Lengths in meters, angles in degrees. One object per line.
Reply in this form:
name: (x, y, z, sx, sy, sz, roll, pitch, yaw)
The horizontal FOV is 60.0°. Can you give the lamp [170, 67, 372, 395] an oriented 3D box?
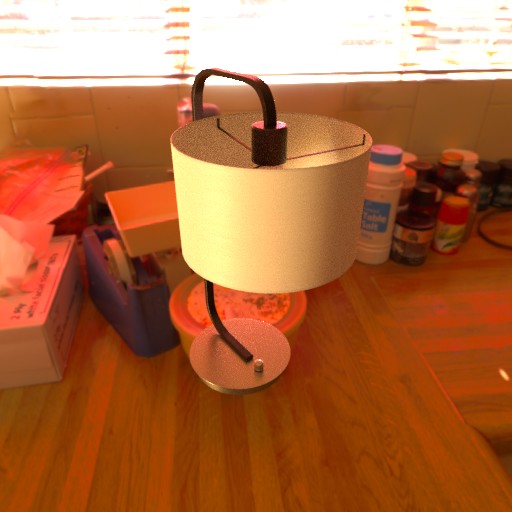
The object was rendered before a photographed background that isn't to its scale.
lamp: (0.000, 0.000, 0.626, 0.230, 0.473, 0.288, -21, 37, -31)
